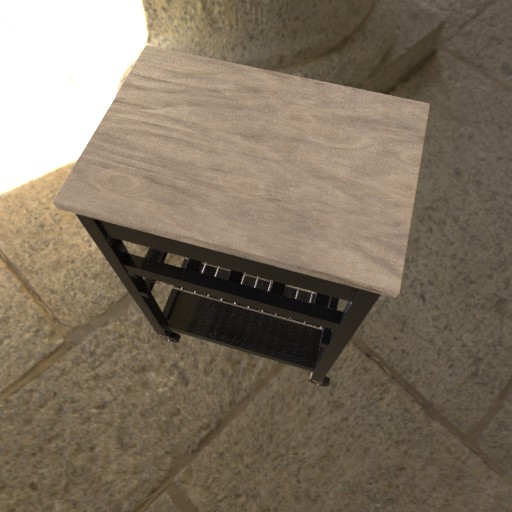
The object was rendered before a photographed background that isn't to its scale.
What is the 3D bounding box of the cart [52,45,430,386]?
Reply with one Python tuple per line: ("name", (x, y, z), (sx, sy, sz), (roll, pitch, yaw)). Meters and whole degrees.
("cart", (0.000, 0.000, 1.156), (0.584, 0.839, 0.403), (15, 64, 7))
